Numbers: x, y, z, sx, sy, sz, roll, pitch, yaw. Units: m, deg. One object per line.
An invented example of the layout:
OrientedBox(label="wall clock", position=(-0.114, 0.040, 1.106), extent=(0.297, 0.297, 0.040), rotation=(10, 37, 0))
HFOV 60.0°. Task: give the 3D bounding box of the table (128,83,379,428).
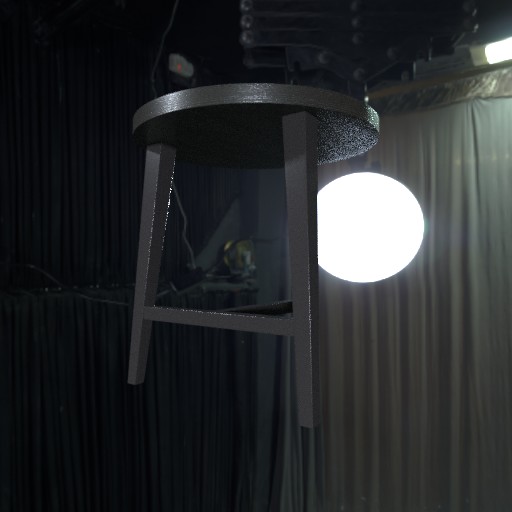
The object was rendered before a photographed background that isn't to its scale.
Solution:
OrientedBox(label="table", position=(0.000, 0.000, 0.932), extent=(0.500, 0.531, 0.500), rotation=(0, 0, 0))
